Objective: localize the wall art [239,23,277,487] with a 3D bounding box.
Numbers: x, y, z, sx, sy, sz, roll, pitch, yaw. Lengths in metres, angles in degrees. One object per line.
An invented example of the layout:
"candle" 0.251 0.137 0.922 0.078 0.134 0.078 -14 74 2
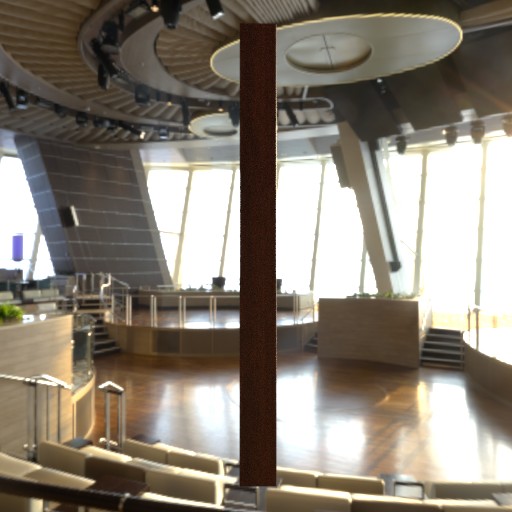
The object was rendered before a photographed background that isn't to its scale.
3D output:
"wall art" 0.000 0.000 0.530 0.030 0.381 0.330 0 -1 -1
